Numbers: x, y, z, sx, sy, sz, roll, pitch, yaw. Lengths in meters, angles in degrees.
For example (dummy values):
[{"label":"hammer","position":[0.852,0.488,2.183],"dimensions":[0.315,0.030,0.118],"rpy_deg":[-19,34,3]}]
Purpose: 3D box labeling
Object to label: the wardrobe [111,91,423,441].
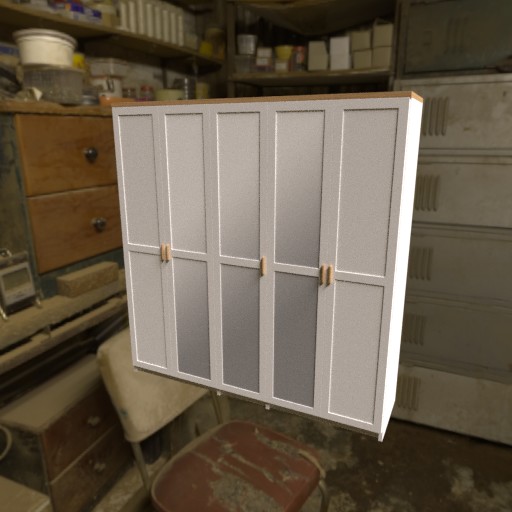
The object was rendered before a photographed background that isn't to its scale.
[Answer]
[{"label":"wardrobe","position":[0.000,0.000,3.413],"dimensions":[2.160,2.260,0.590],"rpy_deg":[7,17,25]}]
